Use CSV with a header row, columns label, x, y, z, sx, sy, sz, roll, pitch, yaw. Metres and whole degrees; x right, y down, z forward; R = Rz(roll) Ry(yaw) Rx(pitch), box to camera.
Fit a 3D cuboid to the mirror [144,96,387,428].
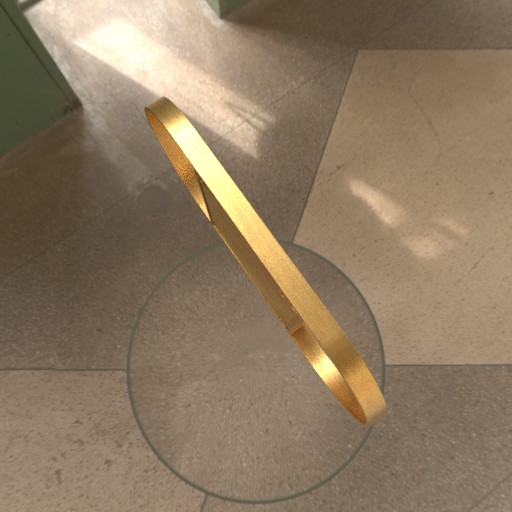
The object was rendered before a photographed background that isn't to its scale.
label,x,y,z,sx,sy,sz,roll,pitch,yaw
mirror,0.000,0.000,0.685,0.032,0.254,0.584,-34,79,-8
